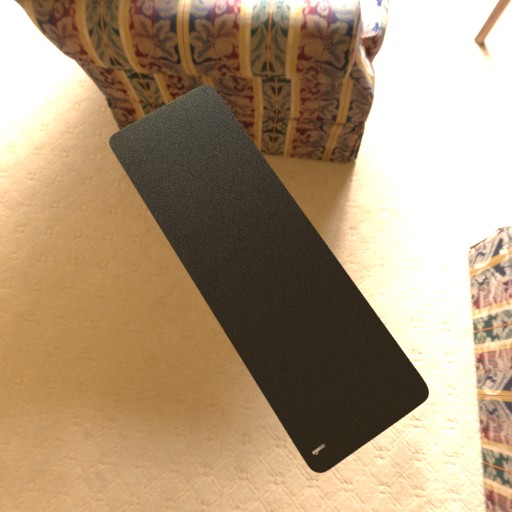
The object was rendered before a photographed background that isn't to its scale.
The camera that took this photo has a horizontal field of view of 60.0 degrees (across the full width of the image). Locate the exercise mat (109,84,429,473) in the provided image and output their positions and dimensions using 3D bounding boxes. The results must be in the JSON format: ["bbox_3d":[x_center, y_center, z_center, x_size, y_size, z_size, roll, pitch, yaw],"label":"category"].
[{"bbox_3d":[0.000,0.000,2.068,0.616,0.021,1.869,-32,77,-8],"label":"exercise mat"}]
